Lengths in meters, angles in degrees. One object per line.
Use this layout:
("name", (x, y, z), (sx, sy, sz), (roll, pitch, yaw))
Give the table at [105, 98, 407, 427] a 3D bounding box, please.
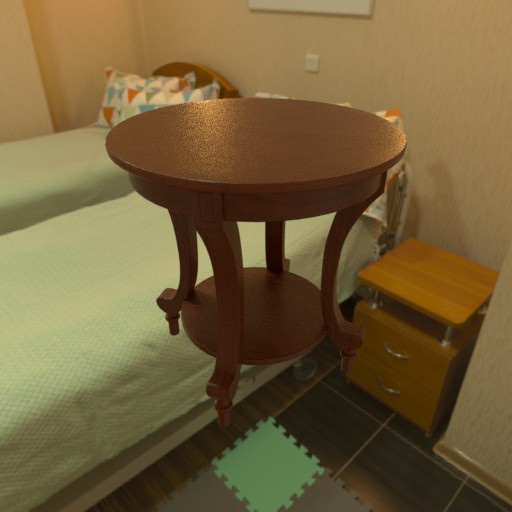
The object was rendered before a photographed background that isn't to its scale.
("table", (0.000, 0.000, 1.070), (0.597, 0.612, 0.597), (0, 31, 0))
